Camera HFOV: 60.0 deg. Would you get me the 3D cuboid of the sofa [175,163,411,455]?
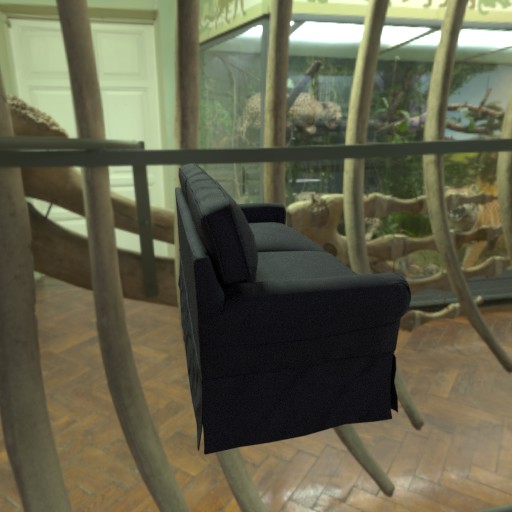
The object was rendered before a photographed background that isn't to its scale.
[{"bbox_3d":[0.000,0.000,2.869,0.983,1.094,2.256,-3,16,-11],"label":"sofa"}]
